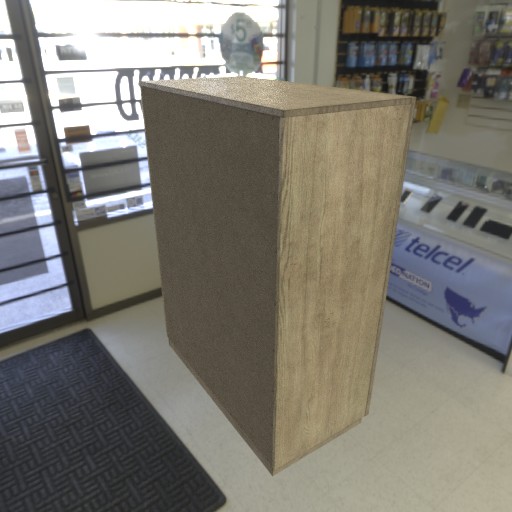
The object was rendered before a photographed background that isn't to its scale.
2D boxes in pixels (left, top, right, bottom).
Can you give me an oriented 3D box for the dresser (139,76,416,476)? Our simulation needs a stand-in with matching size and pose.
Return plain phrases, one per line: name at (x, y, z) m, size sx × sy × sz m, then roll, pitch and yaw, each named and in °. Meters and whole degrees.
dresser at (0.000, 0.000, 1.816) m, size 0.483 × 1.295 × 0.967 m, roll -16°, pitch 31°, yaw -30°
